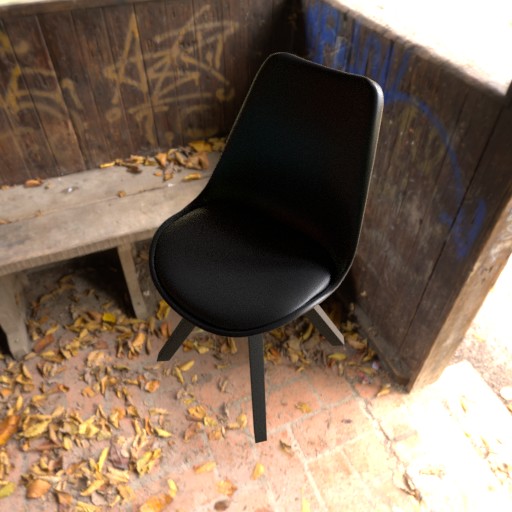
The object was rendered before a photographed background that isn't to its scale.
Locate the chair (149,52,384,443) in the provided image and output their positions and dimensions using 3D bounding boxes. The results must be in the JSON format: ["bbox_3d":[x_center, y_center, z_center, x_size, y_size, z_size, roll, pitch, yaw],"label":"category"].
[{"bbox_3d":[0.000,0.000,1.171,0.485,0.850,0.530,30,53,26],"label":"chair"}]
